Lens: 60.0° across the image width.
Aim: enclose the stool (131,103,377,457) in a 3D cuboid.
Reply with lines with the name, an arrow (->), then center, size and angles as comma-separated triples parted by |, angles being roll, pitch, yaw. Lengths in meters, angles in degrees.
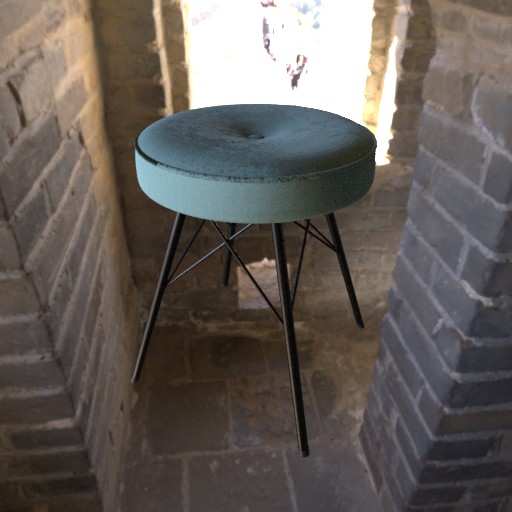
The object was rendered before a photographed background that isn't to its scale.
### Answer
stool -> 0.000, 0.000, 0.884 | 0.458, 0.519, 0.457 | 20, 37, 29
